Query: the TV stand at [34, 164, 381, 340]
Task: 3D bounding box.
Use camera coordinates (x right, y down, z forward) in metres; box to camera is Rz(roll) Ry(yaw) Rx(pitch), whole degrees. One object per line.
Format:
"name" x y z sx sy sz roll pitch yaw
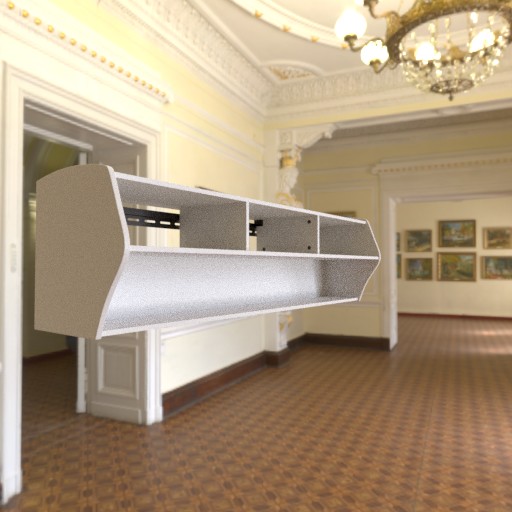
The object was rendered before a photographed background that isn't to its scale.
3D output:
"TV stand" 0.000 0.000 1.679 0.397 0.424 1.473 -1 -2 37
